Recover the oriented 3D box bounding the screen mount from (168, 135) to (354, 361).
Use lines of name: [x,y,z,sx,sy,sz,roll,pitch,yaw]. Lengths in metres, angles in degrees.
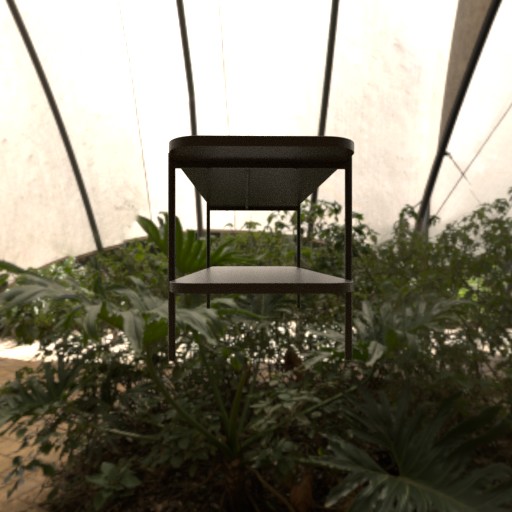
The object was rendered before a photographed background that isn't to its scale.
screen mount: [0.000,0.000,1.416,0.400,0.447,1.200,0,0,-1]
